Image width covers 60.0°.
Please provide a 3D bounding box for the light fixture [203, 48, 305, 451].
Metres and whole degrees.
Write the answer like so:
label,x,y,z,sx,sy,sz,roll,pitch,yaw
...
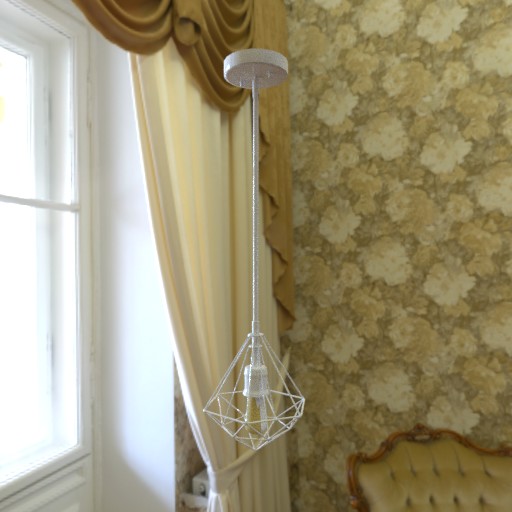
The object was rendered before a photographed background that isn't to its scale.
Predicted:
label,x,y,z,sx,sy,sz,roll,pitch,yaw
light fixture,0.000,0.000,2.023,0.487,1.764,0.431,0,-1,-20
